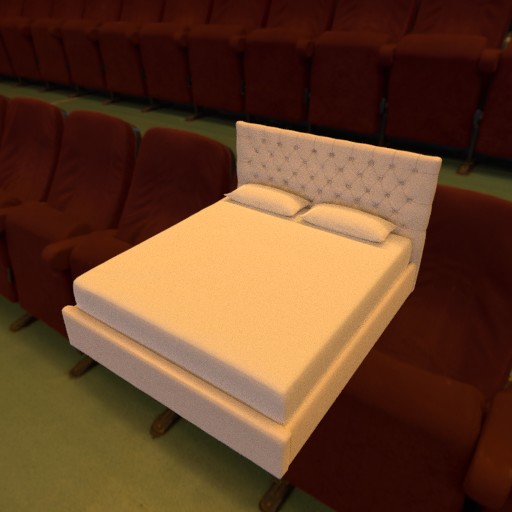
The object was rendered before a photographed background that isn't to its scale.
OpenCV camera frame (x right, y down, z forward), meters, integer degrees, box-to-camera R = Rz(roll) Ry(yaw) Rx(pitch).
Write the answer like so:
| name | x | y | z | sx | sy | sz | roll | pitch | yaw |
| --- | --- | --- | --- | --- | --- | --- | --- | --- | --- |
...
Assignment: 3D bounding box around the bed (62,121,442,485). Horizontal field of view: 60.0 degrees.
| name | x | y | z | sx | sy | sz | roll | pitch | yaw |
| --- | --- | --- | --- | --- | --- | --- | --- | --- | --- |
| bed | 0.000 | 0.000 | 3.630 | 2.078 | 1.427 | 2.387 | 20 | 36 | 30 |
